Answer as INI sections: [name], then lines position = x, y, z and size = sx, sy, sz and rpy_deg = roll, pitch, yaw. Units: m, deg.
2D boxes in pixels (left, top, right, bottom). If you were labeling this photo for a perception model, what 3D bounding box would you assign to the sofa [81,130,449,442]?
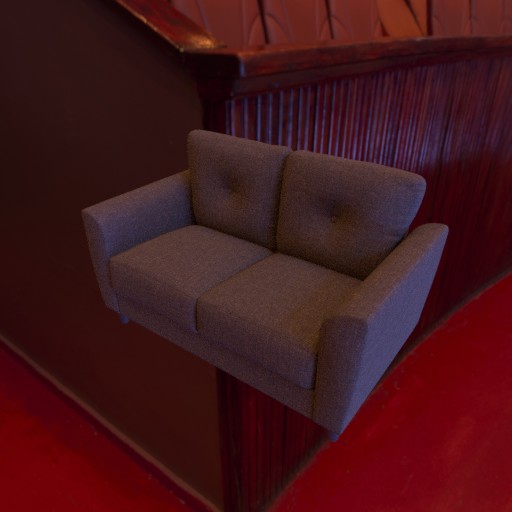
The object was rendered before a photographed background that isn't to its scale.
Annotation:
[sofa]
position = 0.000, 0.000, 2.038
size = 1.423, 0.885, 0.851
rpy_deg = 20, 35, 31
